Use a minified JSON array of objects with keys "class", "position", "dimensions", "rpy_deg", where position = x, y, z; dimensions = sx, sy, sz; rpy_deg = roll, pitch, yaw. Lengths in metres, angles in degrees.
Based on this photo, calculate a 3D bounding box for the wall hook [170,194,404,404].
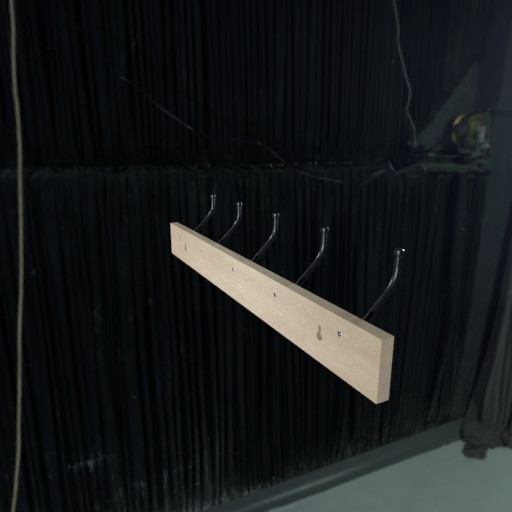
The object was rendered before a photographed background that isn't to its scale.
[{"class":"wall hook","position":[0.000,0.000,0.620],"dimensions":[0.071,0.117,0.571],"rpy_deg":[-8,17,-27]}]
